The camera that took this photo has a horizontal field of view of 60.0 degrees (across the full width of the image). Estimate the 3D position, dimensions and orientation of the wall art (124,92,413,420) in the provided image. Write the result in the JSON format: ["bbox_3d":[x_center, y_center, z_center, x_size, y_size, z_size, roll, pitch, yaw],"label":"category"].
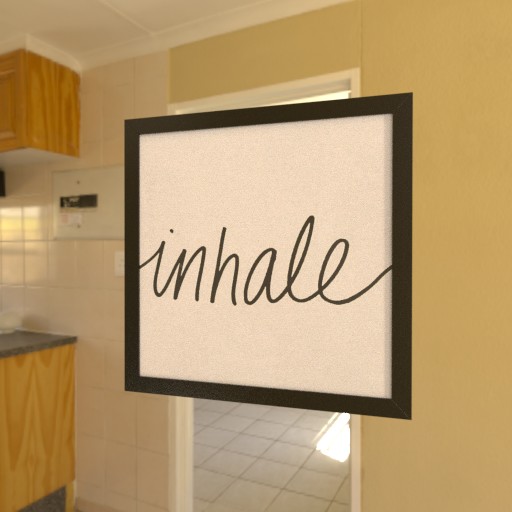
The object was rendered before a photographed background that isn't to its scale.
[{"bbox_3d":[0.000,0.000,0.670,0.446,0.445,0.014,0,0,16],"label":"wall art"}]
